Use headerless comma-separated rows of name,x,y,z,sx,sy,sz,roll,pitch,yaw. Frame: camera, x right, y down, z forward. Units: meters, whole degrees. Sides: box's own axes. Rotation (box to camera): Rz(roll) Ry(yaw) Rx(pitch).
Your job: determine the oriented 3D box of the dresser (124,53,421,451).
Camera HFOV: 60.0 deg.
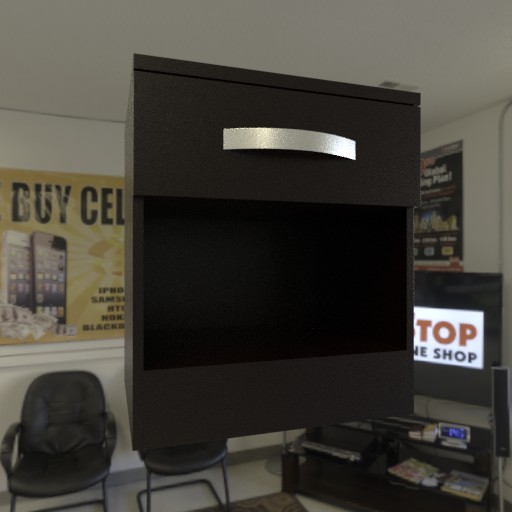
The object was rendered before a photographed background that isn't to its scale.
dresser,0.000,0.000,0.722,0.400,0.470,0.360,0,0,-18
